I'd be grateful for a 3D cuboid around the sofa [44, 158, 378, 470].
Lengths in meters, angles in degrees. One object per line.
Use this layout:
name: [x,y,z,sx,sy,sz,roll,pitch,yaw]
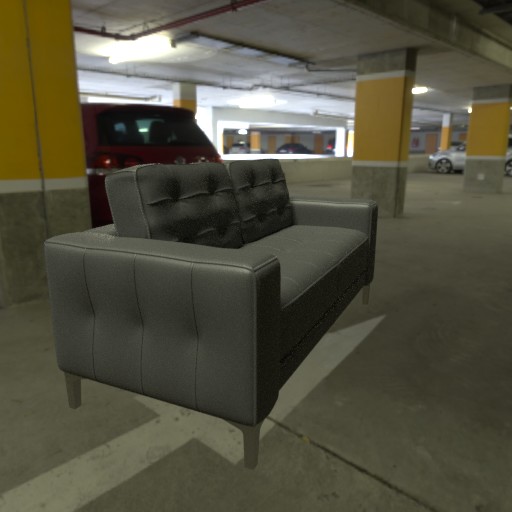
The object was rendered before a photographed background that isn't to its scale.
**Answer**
sofa: [0.000,0.000,2.118,0.833,0.892,1.726,7,15,25]
